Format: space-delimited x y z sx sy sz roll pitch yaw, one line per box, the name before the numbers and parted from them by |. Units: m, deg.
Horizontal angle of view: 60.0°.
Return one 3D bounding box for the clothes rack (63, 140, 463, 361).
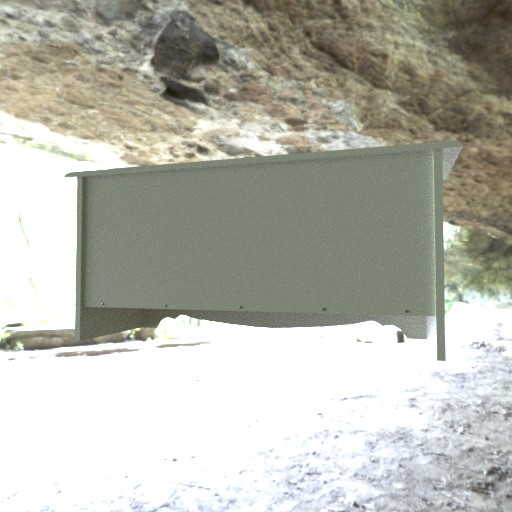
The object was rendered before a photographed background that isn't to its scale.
clothes rack | 0.000 0.000 1.479 1.218 0.558 0.405 -1 -2 17
